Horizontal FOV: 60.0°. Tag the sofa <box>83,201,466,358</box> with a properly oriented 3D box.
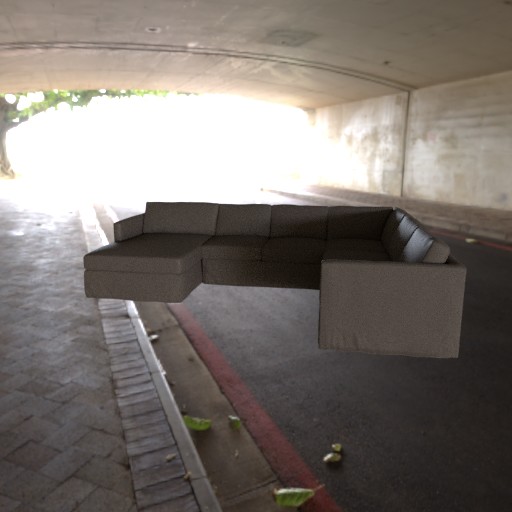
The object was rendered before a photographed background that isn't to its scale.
[{"bbox_3d":[0.000,0.000,4.627,3.528,0.878,2.476,2,13,10],"label":"sofa"}]
